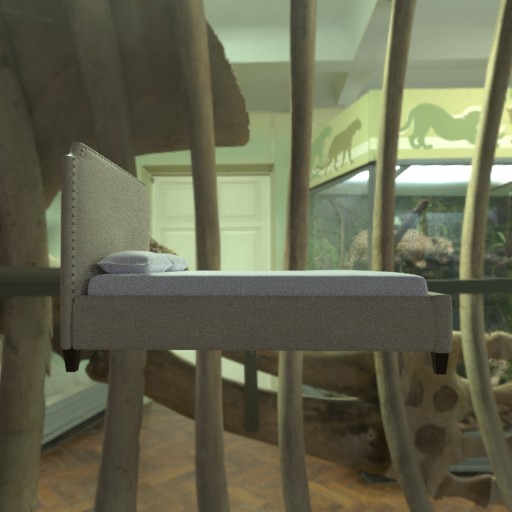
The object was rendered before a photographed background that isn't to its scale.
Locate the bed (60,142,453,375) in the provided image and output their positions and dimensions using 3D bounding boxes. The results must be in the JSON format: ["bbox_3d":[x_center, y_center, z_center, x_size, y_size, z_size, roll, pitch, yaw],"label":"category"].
[{"bbox_3d":[0.000,0.000,3.484,2.372,1.443,1.712,0,-1,2],"label":"bed"}]
